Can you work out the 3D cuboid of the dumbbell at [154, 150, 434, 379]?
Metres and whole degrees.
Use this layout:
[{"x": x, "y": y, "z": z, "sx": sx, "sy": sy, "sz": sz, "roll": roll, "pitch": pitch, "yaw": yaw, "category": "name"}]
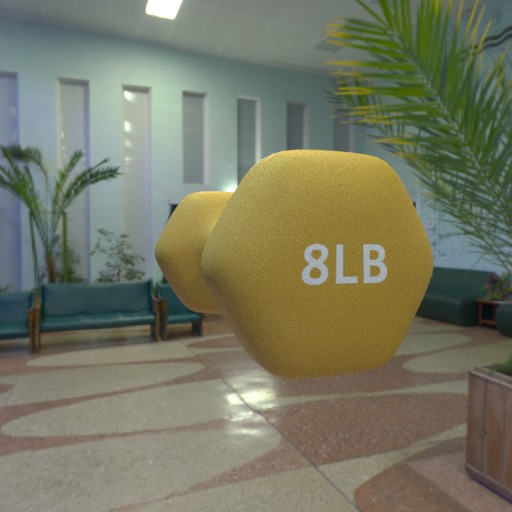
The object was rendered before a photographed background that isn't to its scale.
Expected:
[{"x": 0.000, "y": 0.000, "z": 0.237, "sx": 0.090, "sy": 0.082, "sz": 0.190, "roll": -1, "pitch": 2, "yaw": -19, "category": "dumbbell"}]
